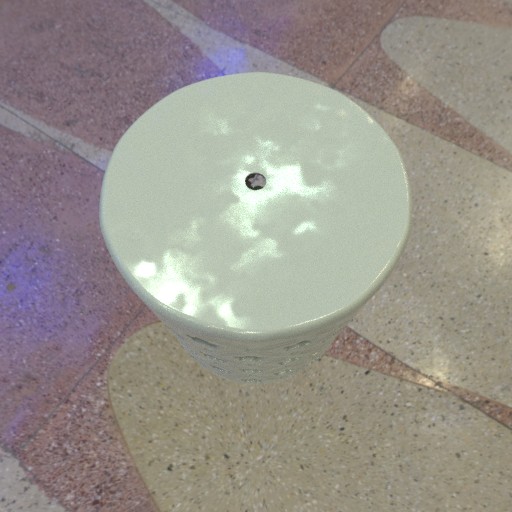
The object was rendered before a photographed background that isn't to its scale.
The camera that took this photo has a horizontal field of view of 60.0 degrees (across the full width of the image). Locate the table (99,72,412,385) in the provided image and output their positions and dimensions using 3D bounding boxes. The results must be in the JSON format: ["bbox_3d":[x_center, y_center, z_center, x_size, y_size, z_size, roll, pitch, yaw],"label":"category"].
[{"bbox_3d":[0.000,0.000,0.664,0.352,0.387,0.352,0,65,0],"label":"table"}]
